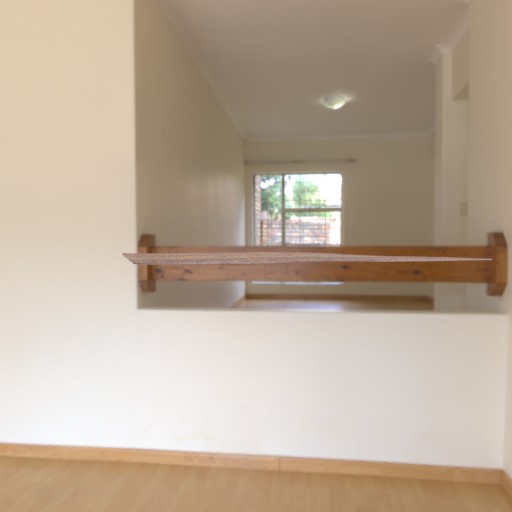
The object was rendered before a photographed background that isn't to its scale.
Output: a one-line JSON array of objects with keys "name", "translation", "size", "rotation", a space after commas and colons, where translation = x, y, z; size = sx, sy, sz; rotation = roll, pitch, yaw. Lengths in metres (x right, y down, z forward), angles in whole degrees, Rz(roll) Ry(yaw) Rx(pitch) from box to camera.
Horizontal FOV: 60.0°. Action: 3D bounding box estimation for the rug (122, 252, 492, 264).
[{"name": "rug", "translation": [0.000, 0.000, 3.972], "size": [2.263, 0.022, 3.029], "rotation": [0, 1, -18]}]
